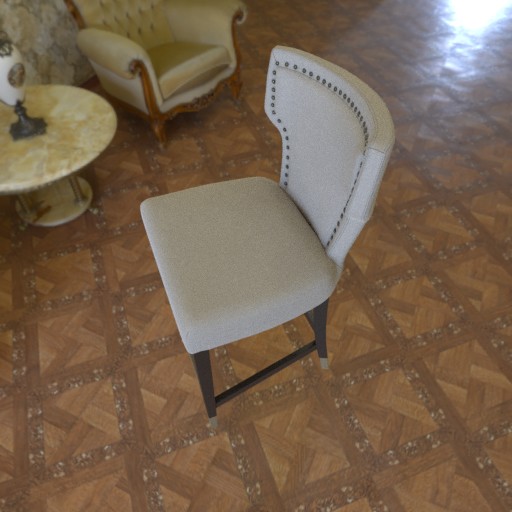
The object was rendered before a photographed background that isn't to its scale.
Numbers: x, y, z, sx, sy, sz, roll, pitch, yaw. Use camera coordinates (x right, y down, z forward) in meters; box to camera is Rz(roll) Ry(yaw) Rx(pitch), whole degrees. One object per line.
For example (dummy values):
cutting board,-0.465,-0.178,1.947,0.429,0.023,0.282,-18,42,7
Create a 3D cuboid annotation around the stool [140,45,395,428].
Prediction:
stool,0.000,0.000,1.312,0.563,0.982,0.527,-16,49,-15
